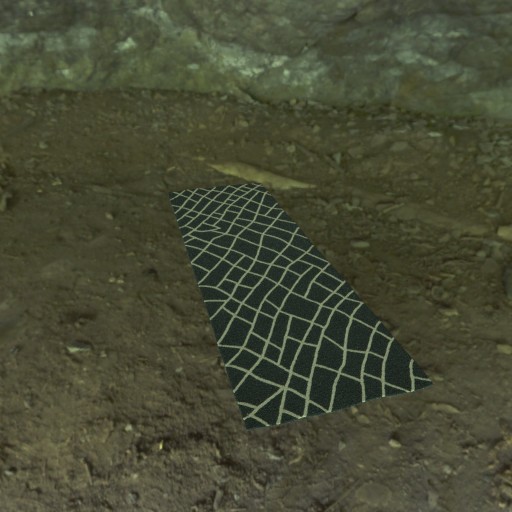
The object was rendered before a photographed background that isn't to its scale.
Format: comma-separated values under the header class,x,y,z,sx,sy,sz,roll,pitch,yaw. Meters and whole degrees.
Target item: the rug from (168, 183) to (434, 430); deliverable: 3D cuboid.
class,x,y,z,sx,sy,sz,roll,pitch,yaw
rug,0.000,0.000,2.734,0.807,0.010,2.476,-8,31,-14
